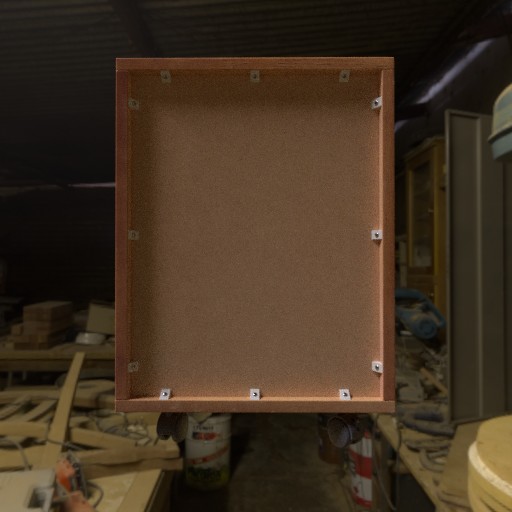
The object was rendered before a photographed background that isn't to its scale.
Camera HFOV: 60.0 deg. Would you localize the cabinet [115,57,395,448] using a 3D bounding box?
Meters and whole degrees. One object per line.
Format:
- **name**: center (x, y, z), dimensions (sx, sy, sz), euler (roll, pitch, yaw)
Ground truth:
- **cabinet**: center (0.000, 0.000, 0.849), dimensions (0.409, 0.579, 0.401), euler (0, -1, 0)
